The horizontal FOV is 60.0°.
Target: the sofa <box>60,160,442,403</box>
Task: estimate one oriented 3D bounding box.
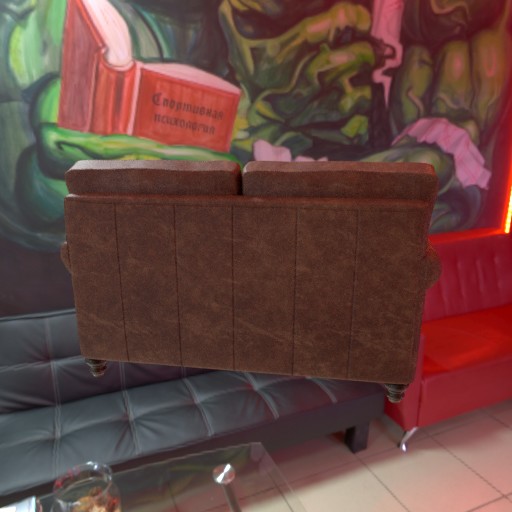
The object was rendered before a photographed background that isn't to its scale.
[{"bbox_3d":[0.000,0.000,2.226,1.616,0.967,0.990,2,15,9],"label":"sofa"}]
